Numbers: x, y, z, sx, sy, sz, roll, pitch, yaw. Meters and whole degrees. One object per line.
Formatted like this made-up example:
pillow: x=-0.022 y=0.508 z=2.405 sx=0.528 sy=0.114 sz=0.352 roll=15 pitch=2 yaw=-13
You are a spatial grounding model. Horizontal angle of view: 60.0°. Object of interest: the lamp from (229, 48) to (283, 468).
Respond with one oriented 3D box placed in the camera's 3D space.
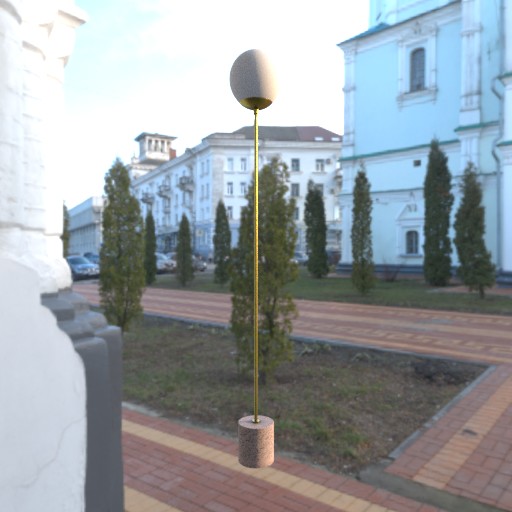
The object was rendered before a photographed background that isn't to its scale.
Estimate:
lamp: x=0.000 y=0.000 z=1.895 sx=0.229 sy=1.748 sz=0.229 roll=0 pitch=0 yaw=-36
